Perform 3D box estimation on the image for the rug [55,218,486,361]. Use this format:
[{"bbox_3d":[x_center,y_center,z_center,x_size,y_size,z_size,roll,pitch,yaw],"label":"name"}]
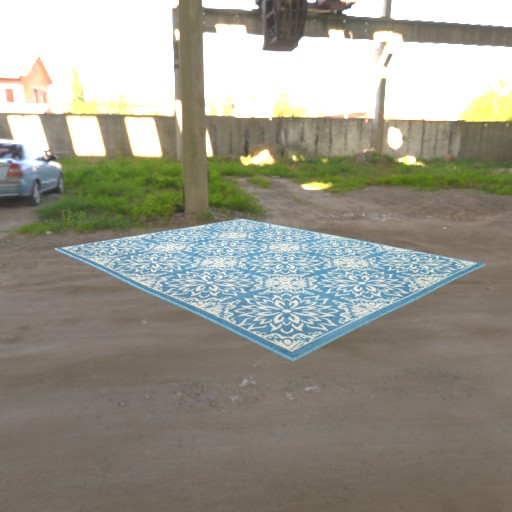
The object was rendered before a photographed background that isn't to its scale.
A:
[{"bbox_3d":[0.000,0.000,3.863,2.350,0.018,2.964,-14,20,-42],"label":"rug"}]
